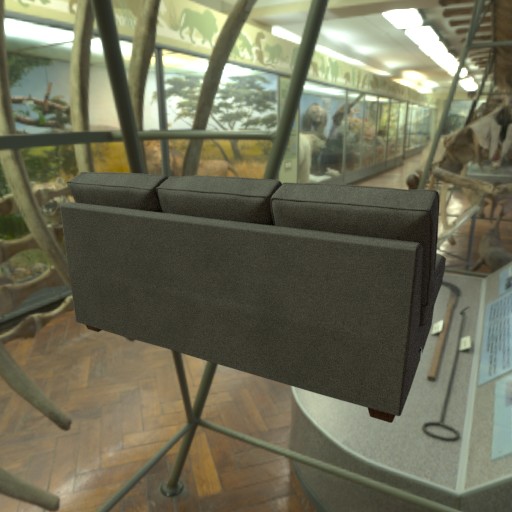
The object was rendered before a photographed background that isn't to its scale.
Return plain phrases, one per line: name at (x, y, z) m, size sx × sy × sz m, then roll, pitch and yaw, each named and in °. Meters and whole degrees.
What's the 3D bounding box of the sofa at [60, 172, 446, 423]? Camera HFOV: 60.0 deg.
sofa at (0.000, 0.000, 2.531) m, size 1.962 × 0.973 × 1.027 m, roll 9°, pitch 19°, yaw 27°
